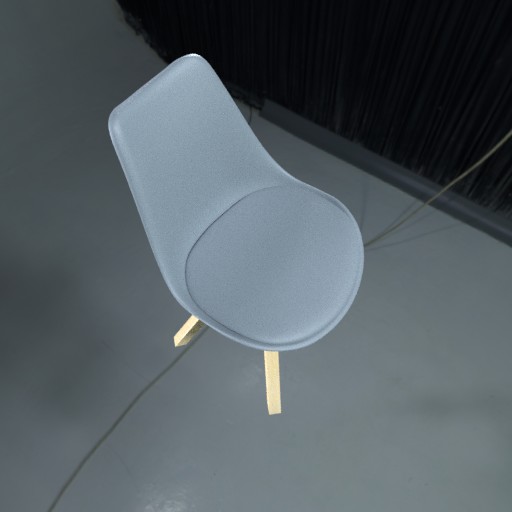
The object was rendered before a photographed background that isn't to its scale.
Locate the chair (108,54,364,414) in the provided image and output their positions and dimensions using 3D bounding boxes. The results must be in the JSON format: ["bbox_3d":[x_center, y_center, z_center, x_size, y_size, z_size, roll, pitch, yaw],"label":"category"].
[{"bbox_3d":[0.000,0.000,1.167,0.549,0.850,0.485,31,63,17],"label":"chair"}]
